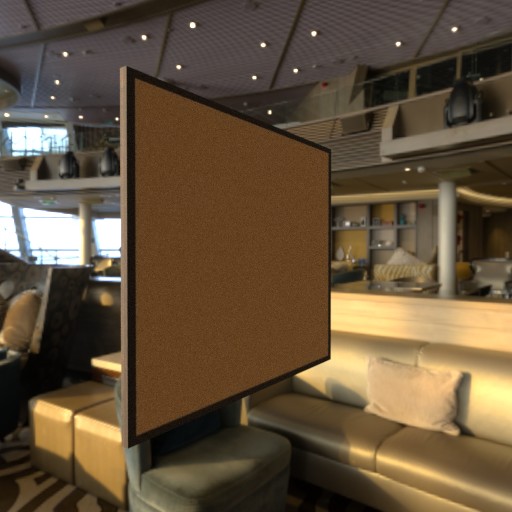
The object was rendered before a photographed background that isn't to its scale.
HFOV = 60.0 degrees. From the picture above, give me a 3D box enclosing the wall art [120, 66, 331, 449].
[{"bbox_3d":[0.000,0.000,1.436,0.023,0.875,1.033,1,1,36],"label":"wall art"}]
